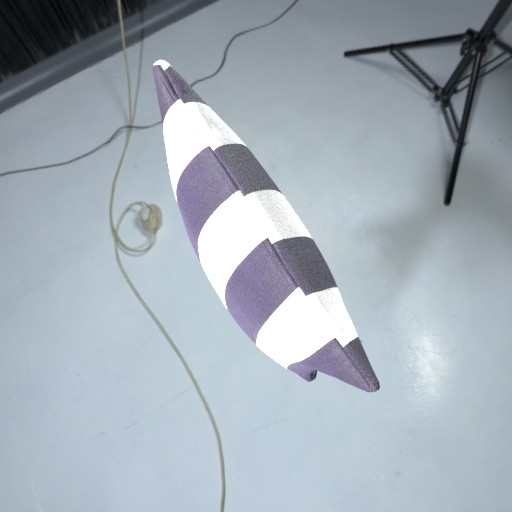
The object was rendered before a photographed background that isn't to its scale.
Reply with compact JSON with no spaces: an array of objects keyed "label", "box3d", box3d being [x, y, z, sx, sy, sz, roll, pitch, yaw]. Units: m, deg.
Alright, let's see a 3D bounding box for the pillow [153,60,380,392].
[{"label":"pillow","box3d":[0.000,0.000,0.812,0.189,0.526,0.536,-32,77,-8]}]
